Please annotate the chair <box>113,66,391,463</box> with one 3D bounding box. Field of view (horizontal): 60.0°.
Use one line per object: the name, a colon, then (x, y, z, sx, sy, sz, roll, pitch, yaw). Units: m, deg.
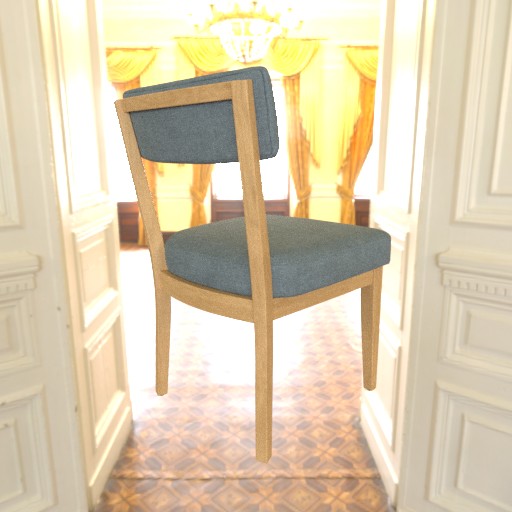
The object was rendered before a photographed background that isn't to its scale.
chair: (0.000, 0.000, 1.181, 0.508, 0.832, 0.572, 12, 18, 43)
